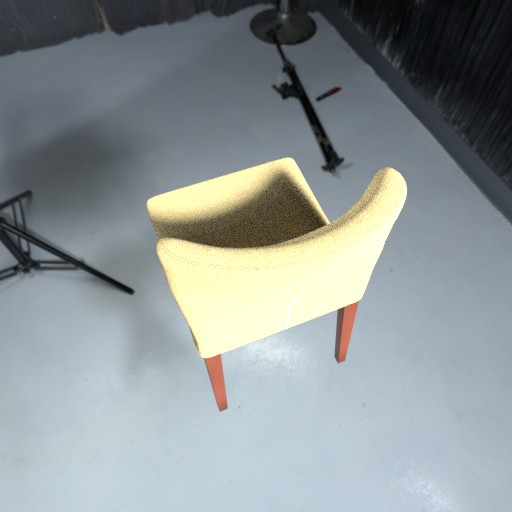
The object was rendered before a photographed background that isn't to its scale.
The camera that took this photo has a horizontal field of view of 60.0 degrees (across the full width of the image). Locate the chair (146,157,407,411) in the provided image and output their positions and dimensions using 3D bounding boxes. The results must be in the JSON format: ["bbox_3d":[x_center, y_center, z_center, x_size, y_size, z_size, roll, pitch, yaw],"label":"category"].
[{"bbox_3d":[0.000,0.000,1.199,0.491,0.839,0.589,-19,59,-12],"label":"chair"}]
